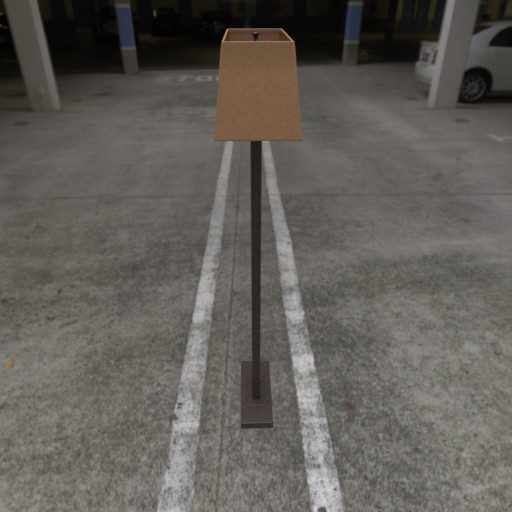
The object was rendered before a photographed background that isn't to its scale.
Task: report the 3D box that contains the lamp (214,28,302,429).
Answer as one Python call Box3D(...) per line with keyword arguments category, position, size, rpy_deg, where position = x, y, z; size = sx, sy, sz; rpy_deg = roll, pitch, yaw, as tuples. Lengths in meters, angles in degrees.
Box3D(category="lamp", position=(0.000, 0.000, 1.628), size=(0.233, 1.469, 0.475), rpy_deg=(-1, 31, -1))
